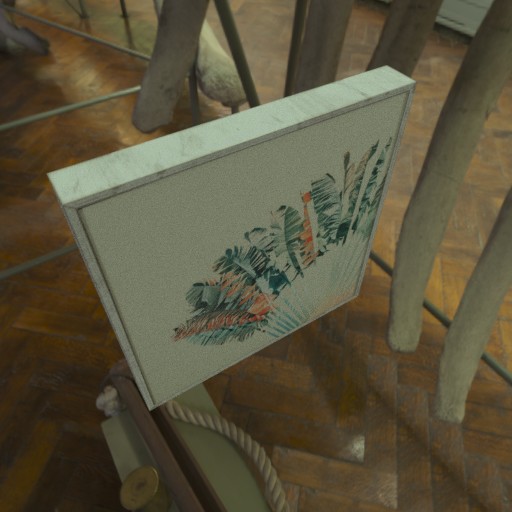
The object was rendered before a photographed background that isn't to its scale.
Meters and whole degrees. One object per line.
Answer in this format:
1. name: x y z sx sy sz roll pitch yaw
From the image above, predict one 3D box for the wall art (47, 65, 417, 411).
1. wall art: 0.000 0.000 0.450 0.305 0.303 0.038 -25 52 -21
